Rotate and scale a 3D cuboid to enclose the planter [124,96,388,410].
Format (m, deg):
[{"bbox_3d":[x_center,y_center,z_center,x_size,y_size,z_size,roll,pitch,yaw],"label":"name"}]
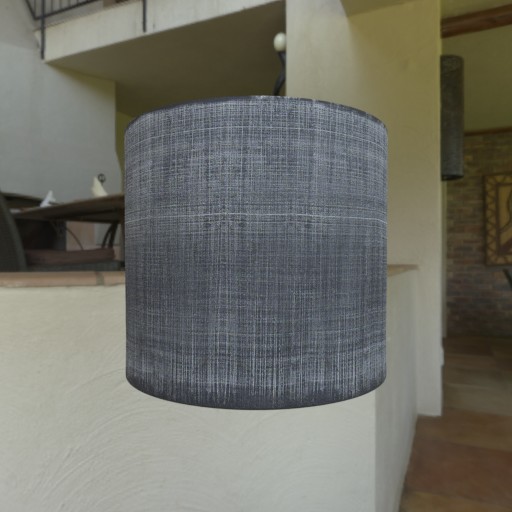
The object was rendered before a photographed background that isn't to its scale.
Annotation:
[{"bbox_3d":[0.000,0.000,0.388,0.221,0.201,0.221,0,0,0],"label":"planter"}]
